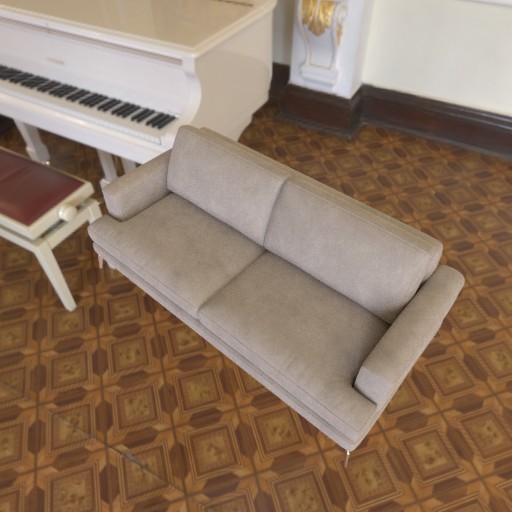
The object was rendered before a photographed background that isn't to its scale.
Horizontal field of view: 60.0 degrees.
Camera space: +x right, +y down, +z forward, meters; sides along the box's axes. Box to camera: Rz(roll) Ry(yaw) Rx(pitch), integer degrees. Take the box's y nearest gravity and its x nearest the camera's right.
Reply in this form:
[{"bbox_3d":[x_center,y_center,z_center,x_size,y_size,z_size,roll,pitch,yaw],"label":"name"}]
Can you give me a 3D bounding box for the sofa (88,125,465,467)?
[{"bbox_3d":[0.000,0.000,2.541,2.013,0.830,0.980,32,54,27],"label":"sofa"}]
